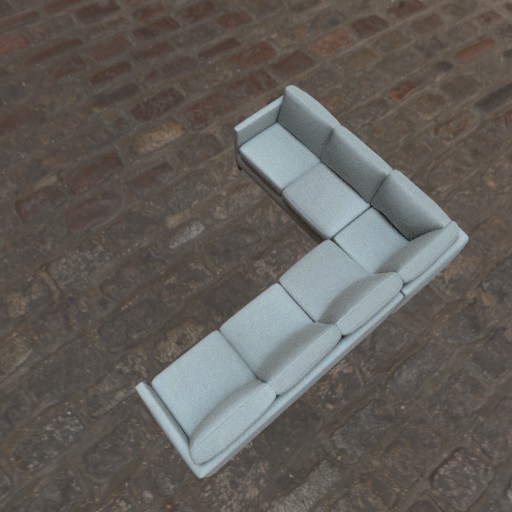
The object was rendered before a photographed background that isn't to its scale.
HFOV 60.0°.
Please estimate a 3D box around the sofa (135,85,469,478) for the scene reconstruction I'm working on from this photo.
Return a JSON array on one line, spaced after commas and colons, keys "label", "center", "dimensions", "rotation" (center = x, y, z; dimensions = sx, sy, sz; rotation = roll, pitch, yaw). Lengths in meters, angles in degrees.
[{"label": "sofa", "center": [0.000, 0.000, 4.458], "dimensions": [3.301, 0.947, 2.592], "rotation": [-37, 70, -16]}]
